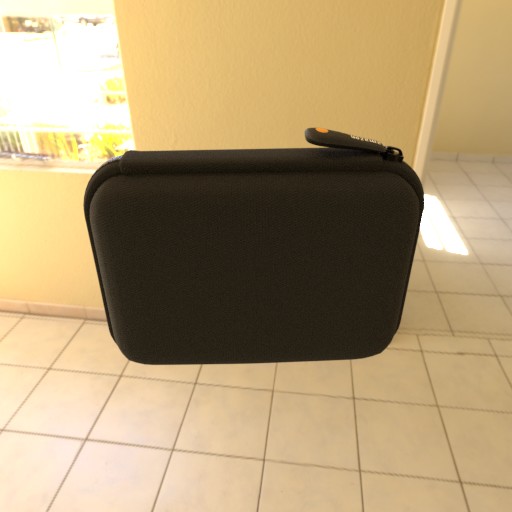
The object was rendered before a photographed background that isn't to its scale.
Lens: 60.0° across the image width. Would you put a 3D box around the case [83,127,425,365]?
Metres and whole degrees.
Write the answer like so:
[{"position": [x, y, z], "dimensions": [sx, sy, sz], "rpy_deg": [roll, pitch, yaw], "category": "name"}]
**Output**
[{"position": [0.000, 0.000, 0.185], "dimensions": [0.132, 0.105, 0.038], "rpy_deg": [-1, 30, -2], "category": "case"}]
